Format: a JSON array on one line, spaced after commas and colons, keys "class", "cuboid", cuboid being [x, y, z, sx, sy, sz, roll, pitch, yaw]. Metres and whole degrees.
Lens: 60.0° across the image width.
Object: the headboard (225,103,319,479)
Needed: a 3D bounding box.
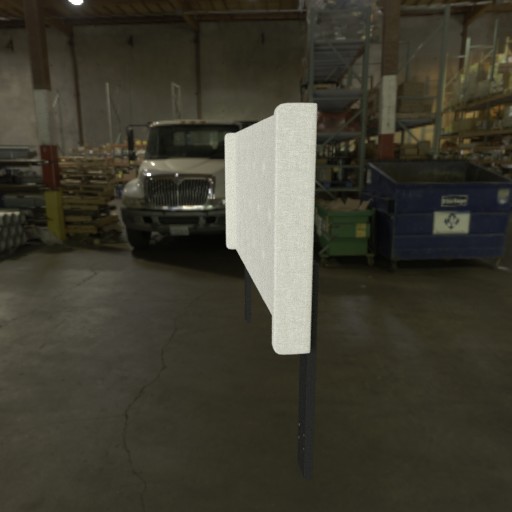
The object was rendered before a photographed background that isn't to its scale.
[{"class": "headboard", "cuboid": [0.000, 0.000, 2.660, 0.184, 1.524, 2.051, -2, 13, -9]}]
